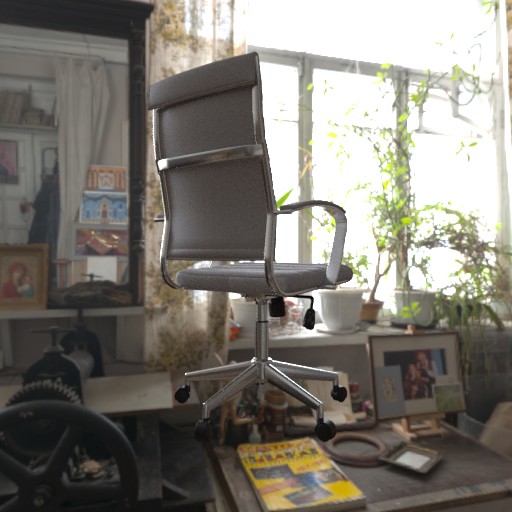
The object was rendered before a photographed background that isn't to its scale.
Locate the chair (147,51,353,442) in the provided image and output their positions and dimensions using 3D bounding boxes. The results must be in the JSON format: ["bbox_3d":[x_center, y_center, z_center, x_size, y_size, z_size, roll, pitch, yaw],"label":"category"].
[{"bbox_3d":[0.000,0.000,1.612,0.679,1.149,0.667,0,1,35],"label":"chair"}]
